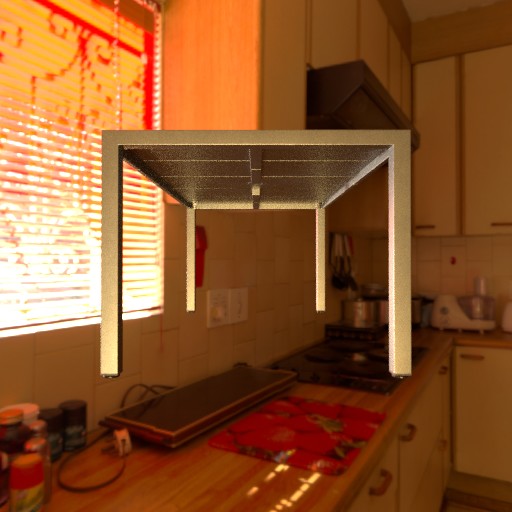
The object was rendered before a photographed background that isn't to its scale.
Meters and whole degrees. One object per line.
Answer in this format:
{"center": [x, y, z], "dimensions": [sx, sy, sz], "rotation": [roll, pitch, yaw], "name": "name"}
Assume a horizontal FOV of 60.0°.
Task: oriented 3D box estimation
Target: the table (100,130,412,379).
{"center": [0.000, 0.000, 2.141], "dimensions": [0.914, 0.735, 1.680], "rotation": [0, -1, 0], "name": "table"}
